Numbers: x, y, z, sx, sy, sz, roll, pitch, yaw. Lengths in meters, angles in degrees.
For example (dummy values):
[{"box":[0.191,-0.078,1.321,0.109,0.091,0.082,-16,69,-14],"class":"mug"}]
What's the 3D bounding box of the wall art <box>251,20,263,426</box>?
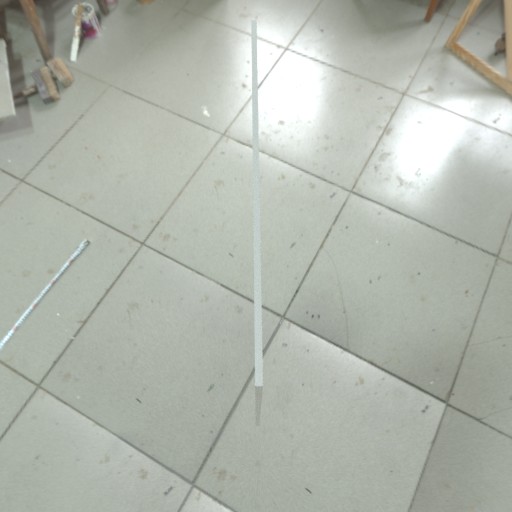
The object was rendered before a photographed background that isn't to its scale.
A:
[{"box":[0.000,0.000,0.679,0.007,0.456,0.456,-1,65,0],"class":"wall art"}]
